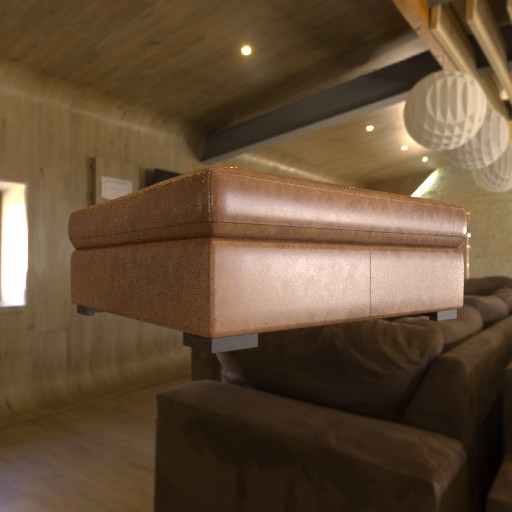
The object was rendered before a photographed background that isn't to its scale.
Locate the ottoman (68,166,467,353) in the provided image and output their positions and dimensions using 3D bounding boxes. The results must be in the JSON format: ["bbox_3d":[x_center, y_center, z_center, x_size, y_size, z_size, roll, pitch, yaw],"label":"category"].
[{"bbox_3d":[0.000,0.000,1.804,1.169,0.483,1.168,1,-1,-37],"label":"ottoman"}]
